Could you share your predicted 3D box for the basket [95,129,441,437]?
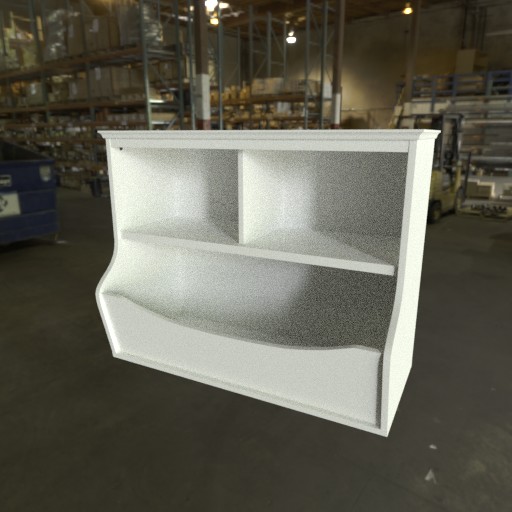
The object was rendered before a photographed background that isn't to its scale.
[{"bbox_3d":[0.000,0.000,1.147,0.792,0.625,0.376,8,17,26],"label":"basket"}]
